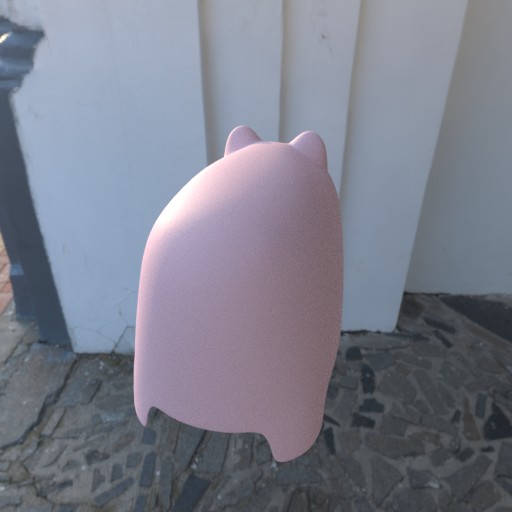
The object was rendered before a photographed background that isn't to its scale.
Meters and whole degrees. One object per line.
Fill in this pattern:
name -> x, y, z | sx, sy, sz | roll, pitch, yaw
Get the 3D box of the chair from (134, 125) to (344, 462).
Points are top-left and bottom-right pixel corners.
chair -> 0.000, 0.000, 0.870 | 0.364, 0.423, 0.619 | 9, 33, 14
